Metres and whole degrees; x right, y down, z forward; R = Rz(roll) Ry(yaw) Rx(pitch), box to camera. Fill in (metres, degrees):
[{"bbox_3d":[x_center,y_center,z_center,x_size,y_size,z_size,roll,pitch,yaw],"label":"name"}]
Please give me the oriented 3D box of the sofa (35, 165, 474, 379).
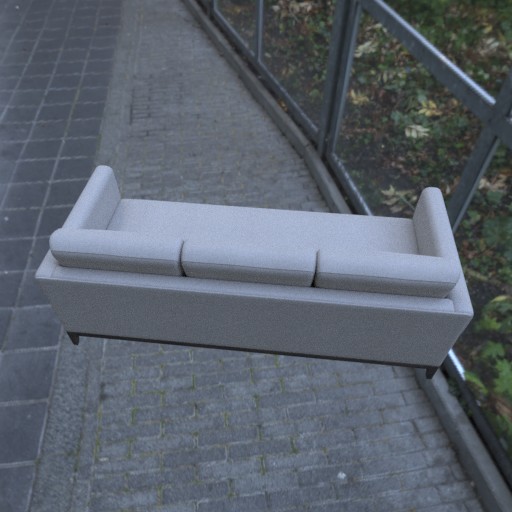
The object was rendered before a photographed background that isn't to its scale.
[{"bbox_3d":[0.000,0.000,2.670,2.210,0.838,0.959,5,48,4],"label":"sofa"}]
